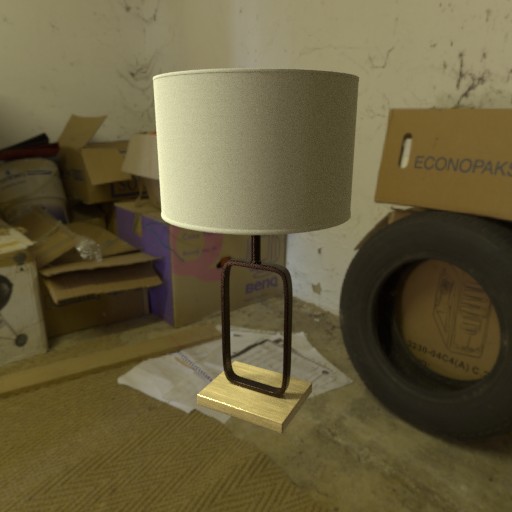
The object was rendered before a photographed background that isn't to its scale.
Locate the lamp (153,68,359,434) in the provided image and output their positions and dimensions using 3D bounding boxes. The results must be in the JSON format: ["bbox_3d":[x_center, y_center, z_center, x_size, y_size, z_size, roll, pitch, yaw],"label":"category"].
[{"bbox_3d":[0.000,0.000,0.686,0.279,0.508,0.279,9,19,27],"label":"lamp"}]
